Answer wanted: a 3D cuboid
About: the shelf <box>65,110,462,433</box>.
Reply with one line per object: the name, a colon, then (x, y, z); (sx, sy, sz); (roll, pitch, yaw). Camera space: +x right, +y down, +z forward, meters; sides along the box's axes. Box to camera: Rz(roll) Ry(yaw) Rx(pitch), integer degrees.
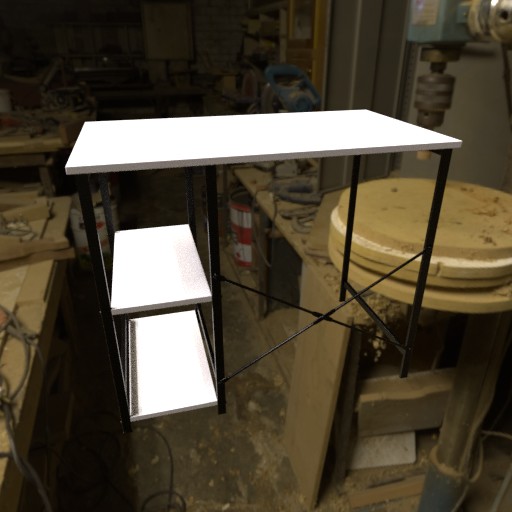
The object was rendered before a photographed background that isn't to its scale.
shelf: (0.000, 0.000, 1.352); (0.902, 0.750, 0.498); (-7, 28, -13)
